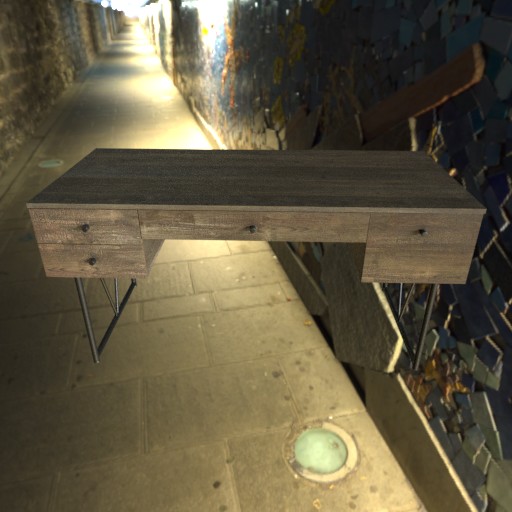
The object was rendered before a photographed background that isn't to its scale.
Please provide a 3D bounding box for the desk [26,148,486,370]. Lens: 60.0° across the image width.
[{"bbox_3d":[0.000,0.000,2.029,1.600,0.780,0.730,1,29,2],"label":"desk"}]
